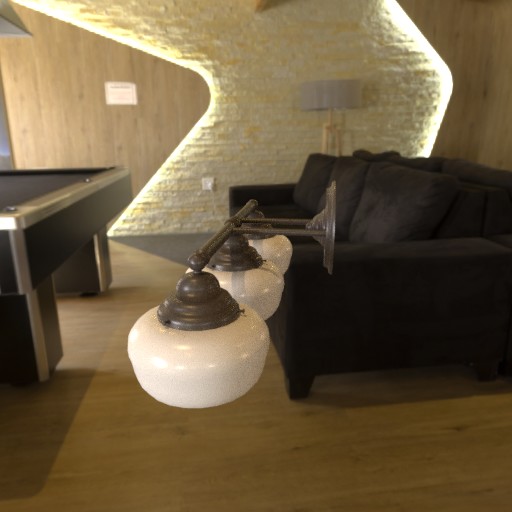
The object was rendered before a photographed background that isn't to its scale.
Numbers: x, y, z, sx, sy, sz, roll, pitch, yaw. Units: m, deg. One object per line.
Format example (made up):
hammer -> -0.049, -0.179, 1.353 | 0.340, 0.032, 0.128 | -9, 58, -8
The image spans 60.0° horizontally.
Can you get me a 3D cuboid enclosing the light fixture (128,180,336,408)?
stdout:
light fixture -> 0.000, 0.000, 0.707 | 0.239, 0.242, 0.587 | 2, 16, 8
